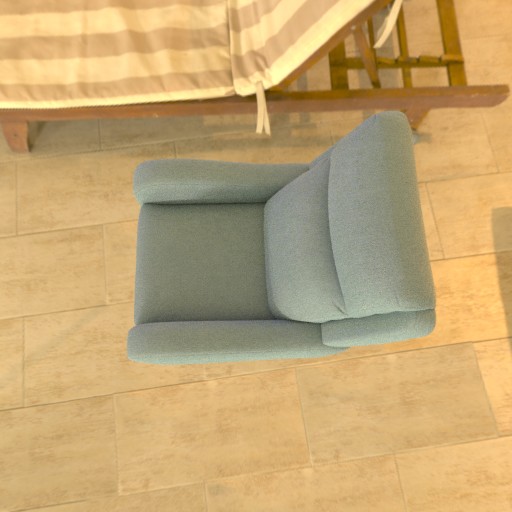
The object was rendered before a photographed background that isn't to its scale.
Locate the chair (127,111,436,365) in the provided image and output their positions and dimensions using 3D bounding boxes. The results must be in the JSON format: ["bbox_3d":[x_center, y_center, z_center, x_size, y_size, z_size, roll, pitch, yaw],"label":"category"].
[{"bbox_3d":[0.000,0.000,1.727,0.988,1.067,0.785,-2,75,-1],"label":"chair"}]
